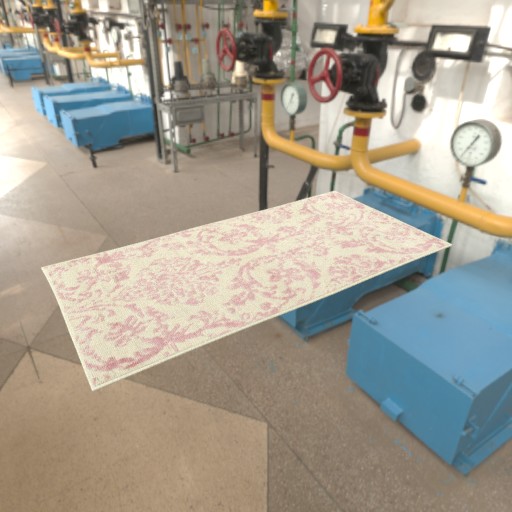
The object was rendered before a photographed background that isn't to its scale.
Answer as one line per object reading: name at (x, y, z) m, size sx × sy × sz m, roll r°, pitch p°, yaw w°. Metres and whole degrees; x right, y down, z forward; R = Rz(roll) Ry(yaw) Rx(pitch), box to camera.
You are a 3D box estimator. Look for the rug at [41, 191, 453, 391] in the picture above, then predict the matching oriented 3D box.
rug at (0.000, 0.000, 1.453) m, size 1.219 × 0.007 × 0.604 m, roll -18°, pitch 34°, yaw -28°
